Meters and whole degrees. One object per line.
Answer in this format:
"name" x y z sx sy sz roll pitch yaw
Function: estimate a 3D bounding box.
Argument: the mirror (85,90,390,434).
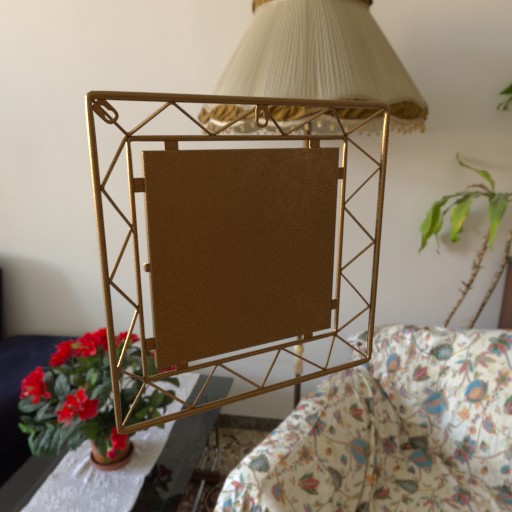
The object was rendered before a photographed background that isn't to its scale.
"mirror" 0.000 0.000 0.615 0.416 0.414 0.046 -8 17 -26
